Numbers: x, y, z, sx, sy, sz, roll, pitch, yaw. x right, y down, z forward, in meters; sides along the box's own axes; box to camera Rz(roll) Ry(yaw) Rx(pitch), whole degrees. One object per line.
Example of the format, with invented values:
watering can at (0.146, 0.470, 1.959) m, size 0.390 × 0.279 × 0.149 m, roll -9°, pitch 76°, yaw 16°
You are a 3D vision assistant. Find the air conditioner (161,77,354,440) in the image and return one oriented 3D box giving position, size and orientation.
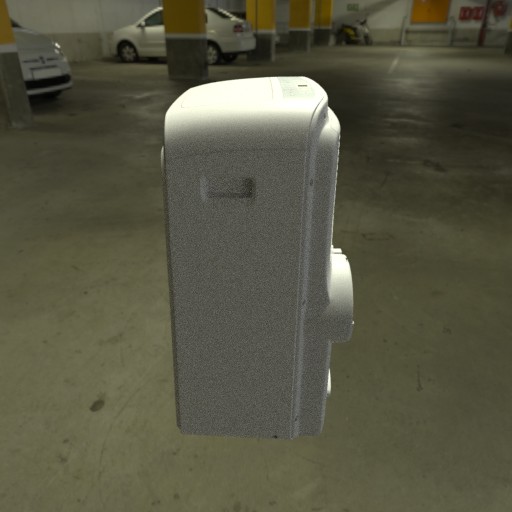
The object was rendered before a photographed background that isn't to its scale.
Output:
air conditioner at (0.000, 0.000, 0.968) m, size 0.365 × 0.700 × 0.454 m, roll 0°, pitch 28°, yaw 0°
